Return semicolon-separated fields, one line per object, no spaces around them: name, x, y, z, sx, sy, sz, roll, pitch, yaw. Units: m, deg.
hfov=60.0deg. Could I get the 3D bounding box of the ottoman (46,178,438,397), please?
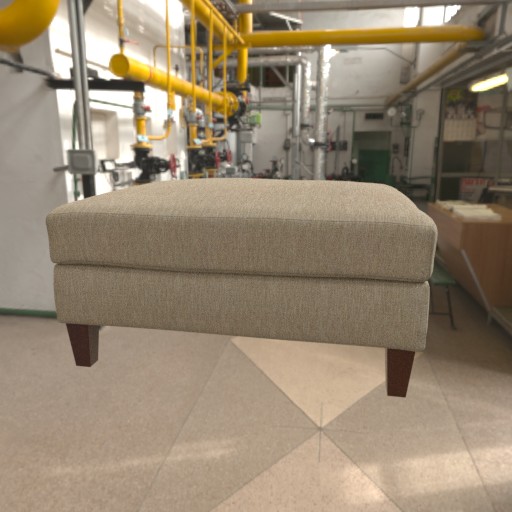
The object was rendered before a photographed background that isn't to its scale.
ottoman;0.000;0.000;1.481;0.976;0.492;0.836;3;14;10
